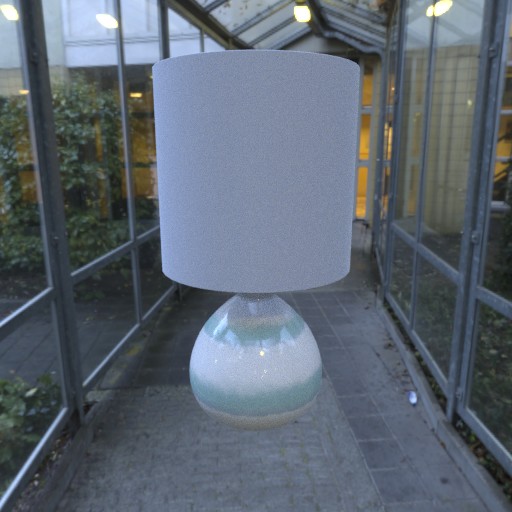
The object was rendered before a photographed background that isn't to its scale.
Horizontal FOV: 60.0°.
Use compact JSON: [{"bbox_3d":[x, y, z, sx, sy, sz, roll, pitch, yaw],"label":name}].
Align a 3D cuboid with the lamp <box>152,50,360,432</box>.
[{"bbox_3d":[0.000,0.000,0.520,0.217,0.404,0.217,2,14,10],"label":"lamp"}]
